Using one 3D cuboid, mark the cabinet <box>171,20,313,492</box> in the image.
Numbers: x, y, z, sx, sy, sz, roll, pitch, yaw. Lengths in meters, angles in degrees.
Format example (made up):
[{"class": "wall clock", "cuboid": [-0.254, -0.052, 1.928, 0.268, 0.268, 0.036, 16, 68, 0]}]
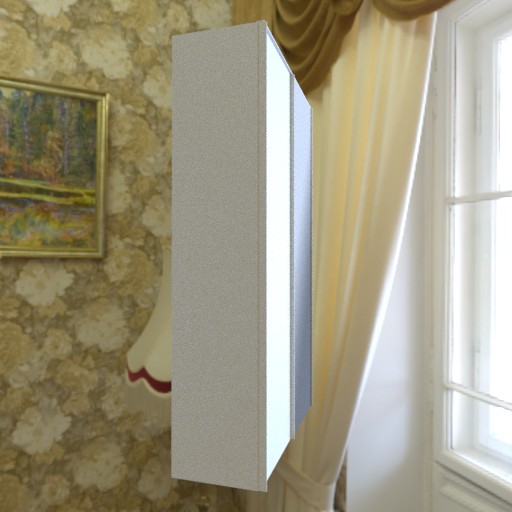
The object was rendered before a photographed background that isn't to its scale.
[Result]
[{"class": "cabinet", "cuboid": [0.000, 0.000, 2.688, 0.480, 2.160, 1.250, 0, 0, 17]}]
